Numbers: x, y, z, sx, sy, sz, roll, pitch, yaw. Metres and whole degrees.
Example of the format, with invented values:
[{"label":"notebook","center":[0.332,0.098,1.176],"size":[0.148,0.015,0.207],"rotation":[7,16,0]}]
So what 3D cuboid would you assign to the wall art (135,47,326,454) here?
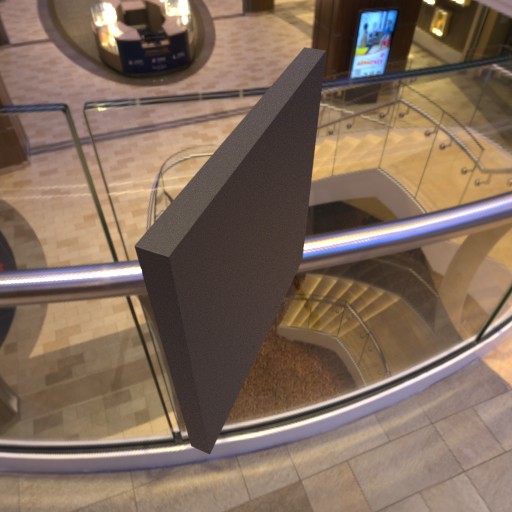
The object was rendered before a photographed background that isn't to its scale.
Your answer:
[{"label":"wall art","center":[0.000,0.000,0.760],"size":[0.038,0.507,0.507],"rotation":[17,49,15]}]
